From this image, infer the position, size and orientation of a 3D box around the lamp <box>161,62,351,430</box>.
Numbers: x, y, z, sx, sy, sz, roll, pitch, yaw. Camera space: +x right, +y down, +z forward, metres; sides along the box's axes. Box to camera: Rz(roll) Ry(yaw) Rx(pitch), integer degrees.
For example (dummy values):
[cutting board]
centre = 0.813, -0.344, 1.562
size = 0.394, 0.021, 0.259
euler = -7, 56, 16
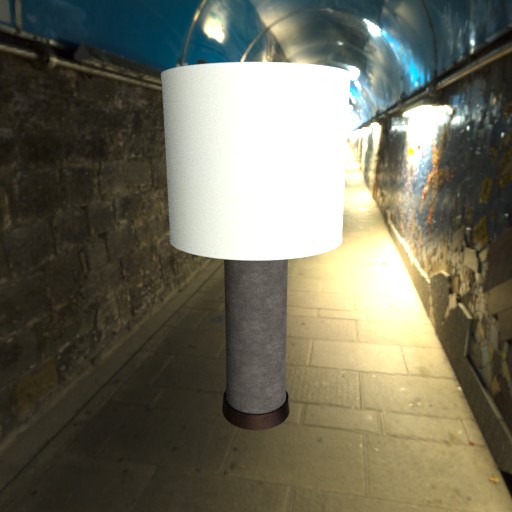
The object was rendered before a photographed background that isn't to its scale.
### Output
[lamp]
centre = 0.000, 0.000, 0.797
size = 0.301, 0.630, 0.301
euler = 8, 17, 25
